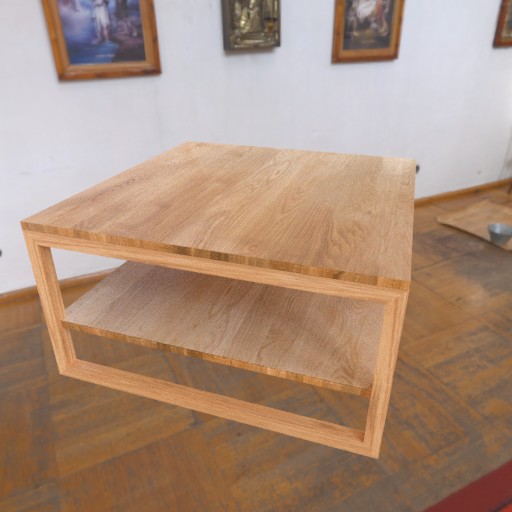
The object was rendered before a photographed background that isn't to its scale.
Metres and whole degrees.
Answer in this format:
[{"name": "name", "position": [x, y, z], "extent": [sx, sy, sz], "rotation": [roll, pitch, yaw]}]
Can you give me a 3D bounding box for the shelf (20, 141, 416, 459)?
[{"name": "shelf", "position": [0.000, 0.000, 1.428], "extent": [0.899, 0.480, 0.899], "rotation": [9, 28, 16]}]
